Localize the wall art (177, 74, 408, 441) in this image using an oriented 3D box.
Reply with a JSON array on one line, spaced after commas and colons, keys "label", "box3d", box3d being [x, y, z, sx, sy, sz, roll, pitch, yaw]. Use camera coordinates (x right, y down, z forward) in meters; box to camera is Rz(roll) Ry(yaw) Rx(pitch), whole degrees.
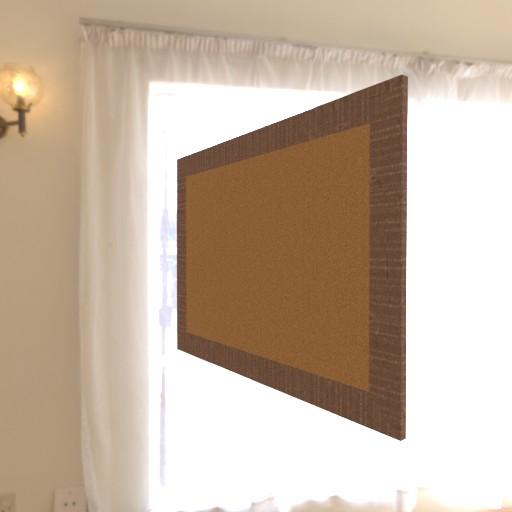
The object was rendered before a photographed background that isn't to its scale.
[{"label": "wall art", "box3d": [0.000, 0.000, 1.350, 0.020, 0.761, 1.056, -1, 1, -36]}]
